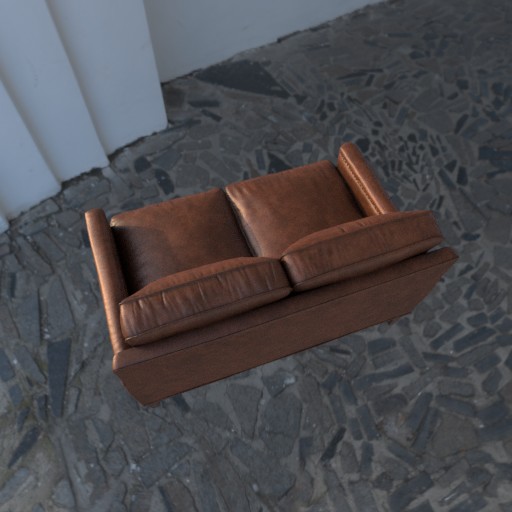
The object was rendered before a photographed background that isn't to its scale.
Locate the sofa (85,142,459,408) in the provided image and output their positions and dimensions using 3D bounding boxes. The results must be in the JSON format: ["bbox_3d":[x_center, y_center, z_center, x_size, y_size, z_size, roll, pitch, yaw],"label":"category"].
[{"bbox_3d":[0.000,0.000,2.339,1.628,1.003,1.083,-17,58,-11],"label":"sofa"}]
